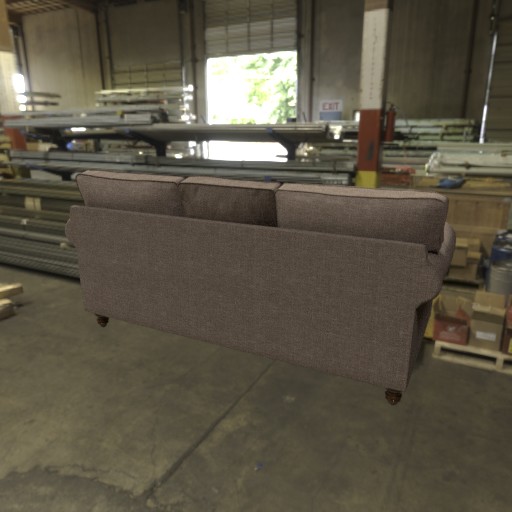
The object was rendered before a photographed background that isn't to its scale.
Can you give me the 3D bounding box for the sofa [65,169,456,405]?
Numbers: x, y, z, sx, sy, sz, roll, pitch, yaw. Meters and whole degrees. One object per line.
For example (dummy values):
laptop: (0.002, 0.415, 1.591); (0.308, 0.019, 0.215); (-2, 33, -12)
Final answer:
sofa: (0.000, 0.000, 2.579); (2.084, 0.961, 0.916); (8, 19, 26)
